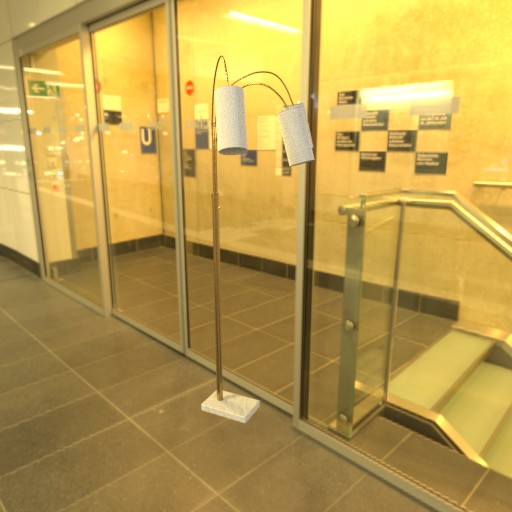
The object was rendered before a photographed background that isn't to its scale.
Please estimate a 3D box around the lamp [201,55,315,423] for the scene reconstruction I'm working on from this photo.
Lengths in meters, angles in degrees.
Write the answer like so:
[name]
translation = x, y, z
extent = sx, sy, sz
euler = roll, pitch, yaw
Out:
[lamp]
translation = 0.000, 0.000, 2.545
extent = 0.667, 2.055, 1.020
euler = 7, 16, 25
